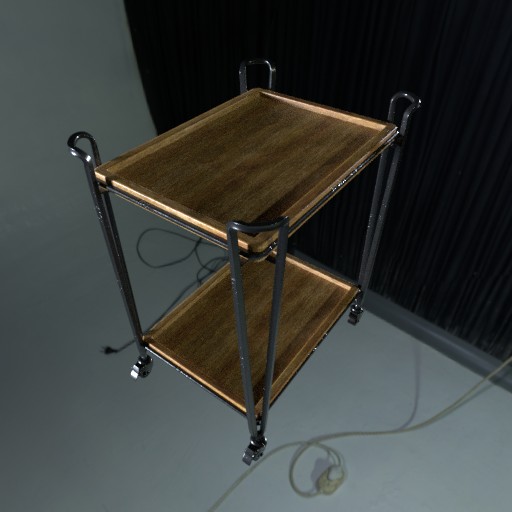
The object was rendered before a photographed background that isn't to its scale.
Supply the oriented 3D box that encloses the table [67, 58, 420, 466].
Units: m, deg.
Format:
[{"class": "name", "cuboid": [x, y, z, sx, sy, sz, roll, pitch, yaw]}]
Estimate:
[{"class": "table", "cuboid": [0.000, 0.000, 1.205, 0.505, 0.785, 0.672, 26, 47, 27]}]
